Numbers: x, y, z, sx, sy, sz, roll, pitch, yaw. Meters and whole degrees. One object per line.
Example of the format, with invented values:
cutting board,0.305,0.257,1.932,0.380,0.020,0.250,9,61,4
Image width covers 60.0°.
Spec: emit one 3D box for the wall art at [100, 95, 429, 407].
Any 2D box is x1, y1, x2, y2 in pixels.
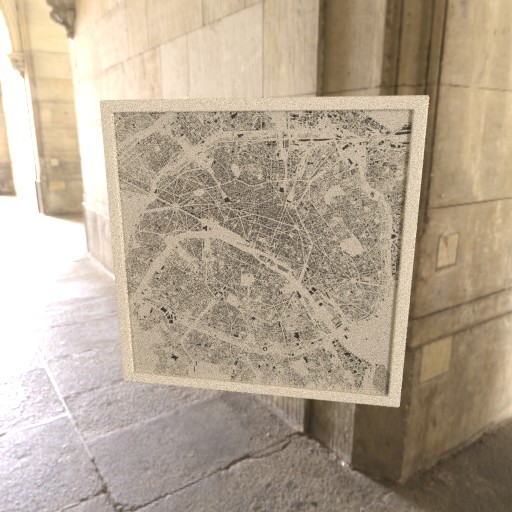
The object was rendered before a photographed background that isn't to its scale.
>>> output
wall art,0.000,0.000,0.757,0.508,0.508,0.038,3,15,10
